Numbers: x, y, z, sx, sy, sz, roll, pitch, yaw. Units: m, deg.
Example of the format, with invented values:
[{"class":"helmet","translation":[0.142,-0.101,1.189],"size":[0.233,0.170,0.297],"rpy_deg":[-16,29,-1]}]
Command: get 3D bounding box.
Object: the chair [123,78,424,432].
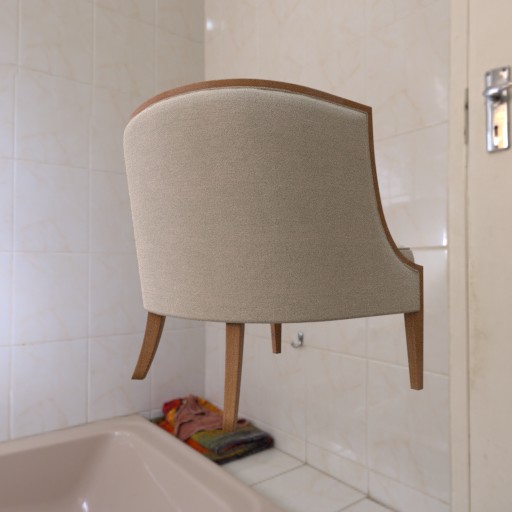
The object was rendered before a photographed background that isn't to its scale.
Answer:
[{"class":"chair","translation":[0.000,0.000,1.354],"size":[0.757,0.775,0.711],"rpy_deg":[1,-1,-36]}]
